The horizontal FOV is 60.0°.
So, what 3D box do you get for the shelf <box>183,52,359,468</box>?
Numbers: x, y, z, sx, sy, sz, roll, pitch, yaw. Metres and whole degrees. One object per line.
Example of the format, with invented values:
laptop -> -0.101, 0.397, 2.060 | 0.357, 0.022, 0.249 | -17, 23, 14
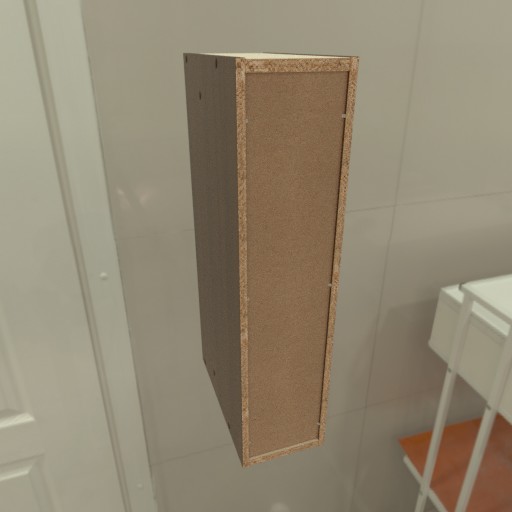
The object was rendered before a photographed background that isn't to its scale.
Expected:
shelf -> 0.000, 0.000, 0.725 | 0.147, 0.600, 0.290 | -8, 27, -17
